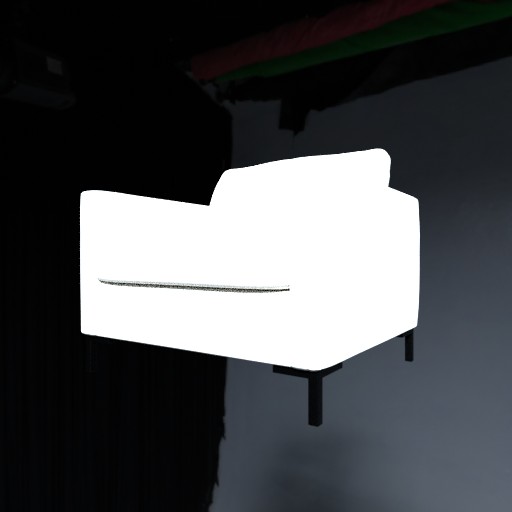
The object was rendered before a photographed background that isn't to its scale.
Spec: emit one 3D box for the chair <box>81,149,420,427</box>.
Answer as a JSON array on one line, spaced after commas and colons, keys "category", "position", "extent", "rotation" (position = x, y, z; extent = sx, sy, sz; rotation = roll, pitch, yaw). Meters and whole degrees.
[{"category": "chair", "position": [0.000, 0.000, 1.617], "extent": [0.964, 0.806, 0.875], "rotation": [0, 0, 35]}]
